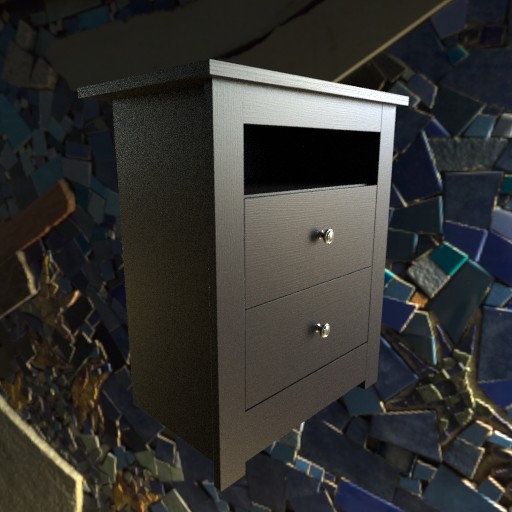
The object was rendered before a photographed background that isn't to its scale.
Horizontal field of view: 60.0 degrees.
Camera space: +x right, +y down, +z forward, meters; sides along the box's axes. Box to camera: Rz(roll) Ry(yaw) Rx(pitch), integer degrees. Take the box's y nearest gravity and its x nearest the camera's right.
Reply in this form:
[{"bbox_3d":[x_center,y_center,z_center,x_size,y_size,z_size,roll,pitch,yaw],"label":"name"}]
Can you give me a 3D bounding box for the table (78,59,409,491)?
[{"bbox_3d":[0.000,0.000,1.021,0.408,0.711,0.589,13,18,43],"label":"table"}]
